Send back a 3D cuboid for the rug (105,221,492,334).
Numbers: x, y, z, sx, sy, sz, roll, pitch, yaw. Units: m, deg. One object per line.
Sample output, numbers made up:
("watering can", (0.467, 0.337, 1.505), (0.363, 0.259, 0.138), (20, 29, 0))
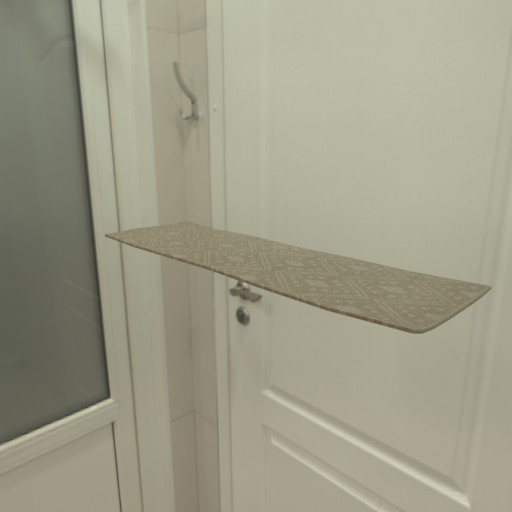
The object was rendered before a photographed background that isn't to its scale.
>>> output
("rug", (0.000, 0.000, 2.707), (0.752, 0.051, 2.452), (-14, 21, -43))
